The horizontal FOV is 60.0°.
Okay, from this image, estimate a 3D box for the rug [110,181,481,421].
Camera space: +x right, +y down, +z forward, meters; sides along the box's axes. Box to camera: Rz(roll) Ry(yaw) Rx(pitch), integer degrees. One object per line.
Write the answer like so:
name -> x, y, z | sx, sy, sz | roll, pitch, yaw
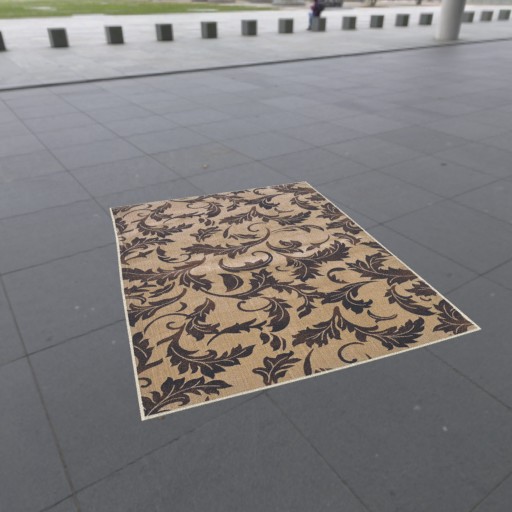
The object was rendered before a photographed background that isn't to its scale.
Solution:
rug -> 0.000, 0.000, 3.999 | 2.380, 0.008, 2.977 | -10, 33, -16
